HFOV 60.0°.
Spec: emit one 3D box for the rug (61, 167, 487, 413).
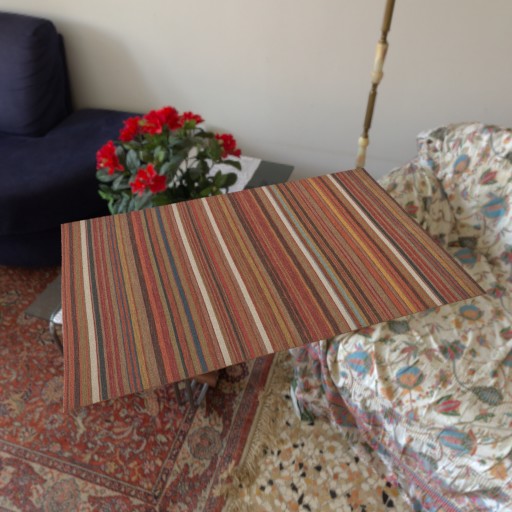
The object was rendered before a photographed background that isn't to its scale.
[{"bbox_3d":[0.000,0.000,2.926,2.438,0.008,1.523,-13,44,-14],"label":"rug"}]
